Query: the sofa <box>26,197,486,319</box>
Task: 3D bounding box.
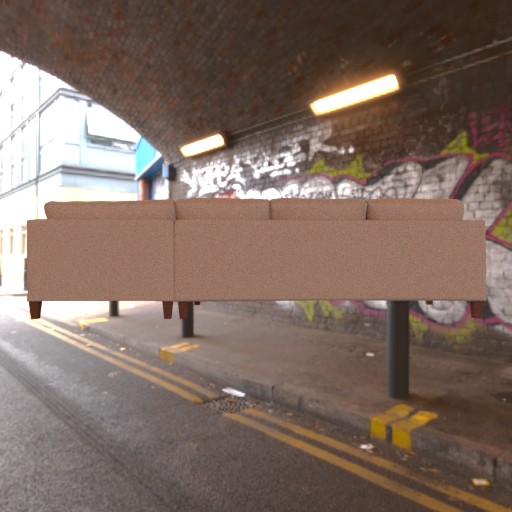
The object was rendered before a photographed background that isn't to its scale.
[{"bbox_3d":[0.000,0.000,3.852,3.186,0.861,1.625,0,0,-1],"label":"sofa"}]
